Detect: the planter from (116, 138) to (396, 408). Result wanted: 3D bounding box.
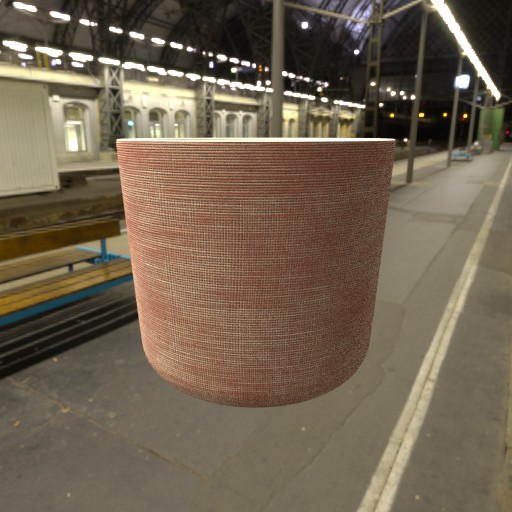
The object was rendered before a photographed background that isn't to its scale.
[{"bbox_3d":[0.000,0.000,0.781,0.440,0.398,0.440,0,15,0],"label":"planter"}]
